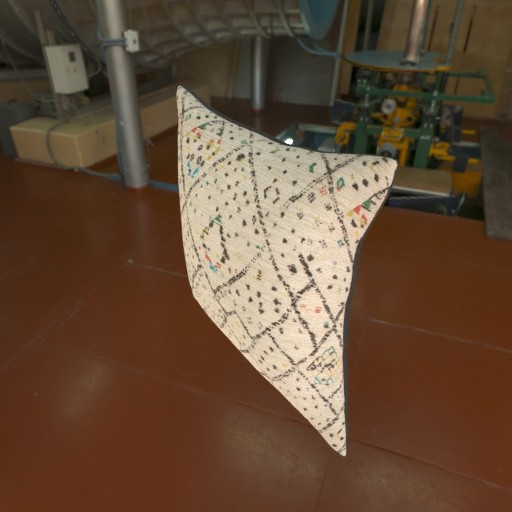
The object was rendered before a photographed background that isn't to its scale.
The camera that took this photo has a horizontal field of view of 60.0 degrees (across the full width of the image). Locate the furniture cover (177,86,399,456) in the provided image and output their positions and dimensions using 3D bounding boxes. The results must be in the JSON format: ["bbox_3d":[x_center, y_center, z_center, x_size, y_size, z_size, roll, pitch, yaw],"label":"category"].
[{"bbox_3d":[0.000,0.000,0.775,0.180,0.498,0.525,-20,37,-29],"label":"furniture cover"}]
